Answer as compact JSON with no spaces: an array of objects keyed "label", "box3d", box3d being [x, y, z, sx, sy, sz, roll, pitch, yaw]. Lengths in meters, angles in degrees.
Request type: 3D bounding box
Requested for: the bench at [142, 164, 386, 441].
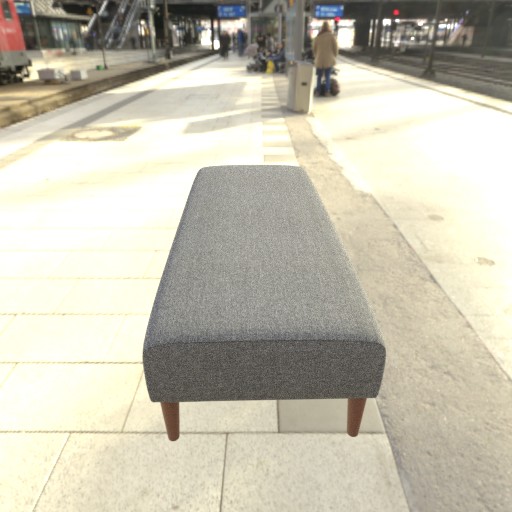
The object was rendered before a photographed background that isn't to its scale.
[{"label":"bench","box3d":[0.000,0.000,1.840,0.631,0.384,1.598,-1,26,-1]}]
